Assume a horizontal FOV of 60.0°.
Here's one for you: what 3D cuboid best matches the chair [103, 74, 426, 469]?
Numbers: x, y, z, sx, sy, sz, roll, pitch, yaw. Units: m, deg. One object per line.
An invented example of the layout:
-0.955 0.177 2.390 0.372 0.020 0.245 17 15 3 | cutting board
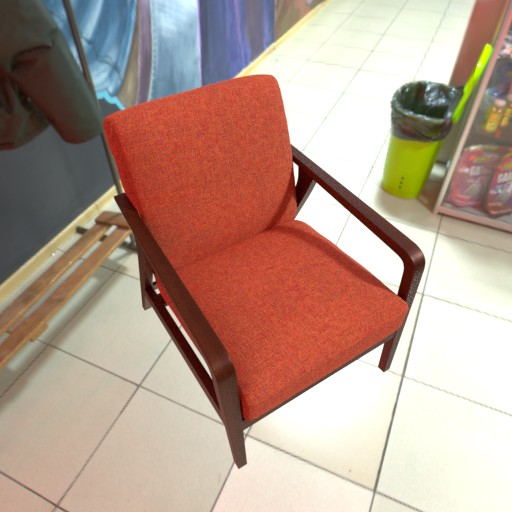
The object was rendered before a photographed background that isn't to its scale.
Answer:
0.000 0.000 1.489 0.719 0.890 0.860 -25 50 -23 | chair
